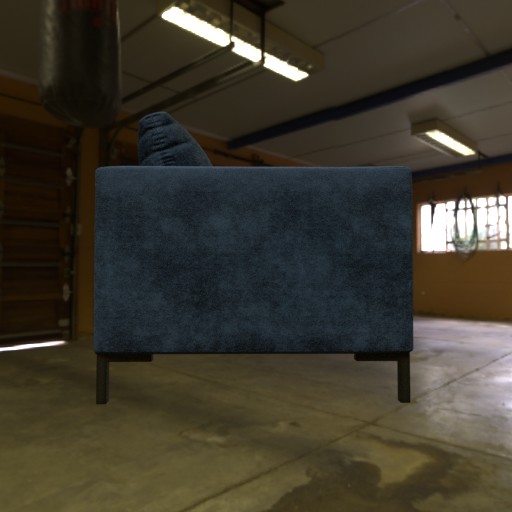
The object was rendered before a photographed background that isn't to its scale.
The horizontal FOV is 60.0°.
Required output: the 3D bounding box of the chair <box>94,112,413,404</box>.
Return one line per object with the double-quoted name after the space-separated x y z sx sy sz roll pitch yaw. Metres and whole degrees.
0.000 0.000 1.628 0.875 0.812 0.964 0 -2 -1 "chair"
